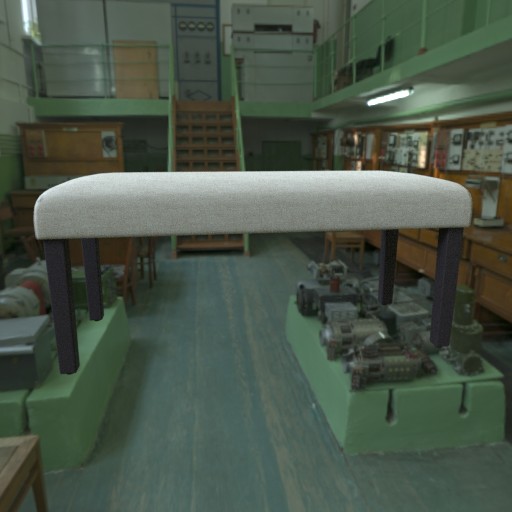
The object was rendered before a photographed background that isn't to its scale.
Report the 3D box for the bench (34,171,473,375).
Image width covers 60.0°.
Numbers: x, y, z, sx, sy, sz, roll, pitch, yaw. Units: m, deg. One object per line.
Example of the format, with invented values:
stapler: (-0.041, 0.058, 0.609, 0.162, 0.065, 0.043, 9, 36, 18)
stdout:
bench: (0.000, 0.000, 1.234, 1.013, 0.456, 0.407, -2, 14, -9)
